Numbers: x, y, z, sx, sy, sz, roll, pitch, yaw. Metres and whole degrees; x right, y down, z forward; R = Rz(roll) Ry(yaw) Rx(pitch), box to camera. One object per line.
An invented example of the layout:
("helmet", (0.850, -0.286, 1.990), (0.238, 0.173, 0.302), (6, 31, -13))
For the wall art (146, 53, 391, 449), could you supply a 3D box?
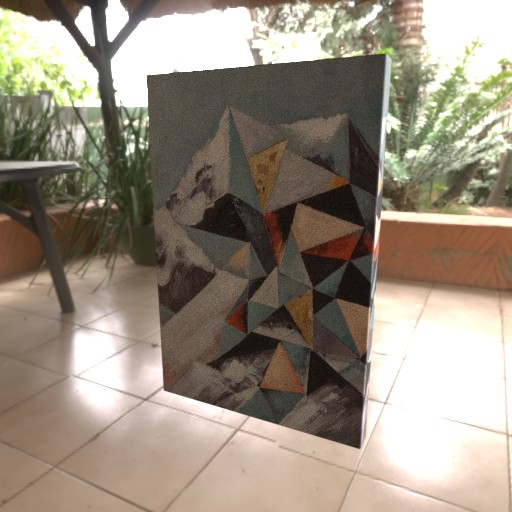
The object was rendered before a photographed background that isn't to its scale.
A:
("wall art", (0.000, 0.000, 1.147), (0.609, 0.911, 0.061), (7, 16, 26))
